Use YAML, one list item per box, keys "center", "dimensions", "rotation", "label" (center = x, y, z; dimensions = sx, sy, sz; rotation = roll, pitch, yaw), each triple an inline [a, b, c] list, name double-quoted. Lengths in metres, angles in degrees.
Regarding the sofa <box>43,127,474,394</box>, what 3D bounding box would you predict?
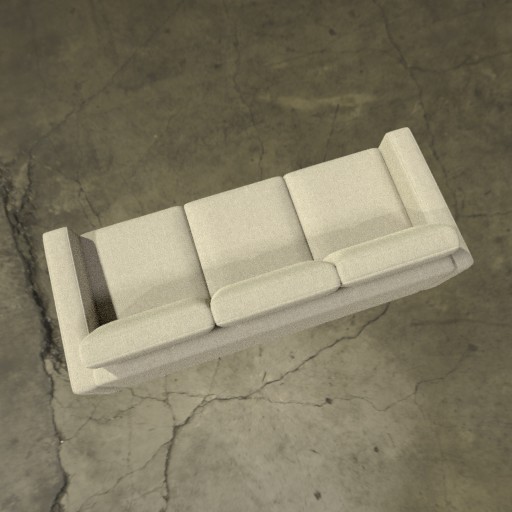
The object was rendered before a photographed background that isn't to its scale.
- center: [0.000, 0.000, 2.508]
  dimensions: [2.160, 0.800, 0.900]
  rotation: [-17, 74, -5]
  label: "sofa"
